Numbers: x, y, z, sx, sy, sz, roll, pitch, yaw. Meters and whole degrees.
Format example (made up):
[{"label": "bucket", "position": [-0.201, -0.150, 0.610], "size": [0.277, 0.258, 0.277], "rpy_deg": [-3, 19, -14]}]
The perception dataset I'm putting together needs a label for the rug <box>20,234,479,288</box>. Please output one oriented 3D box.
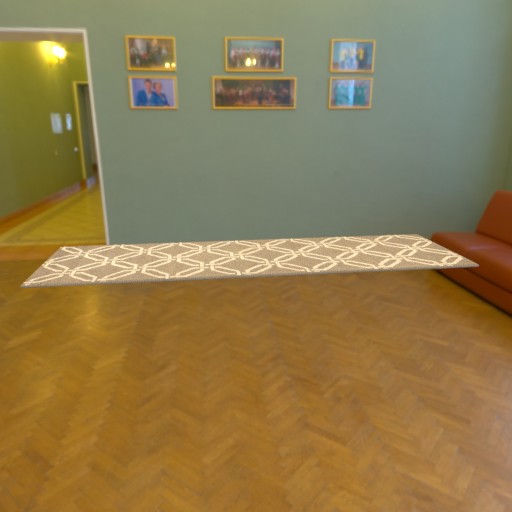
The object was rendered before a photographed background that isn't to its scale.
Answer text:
[{"label": "rug", "position": [0.000, 0.000, 2.496], "size": [2.276, 0.014, 0.678], "rpy_deg": [-2, 17, -8]}]
